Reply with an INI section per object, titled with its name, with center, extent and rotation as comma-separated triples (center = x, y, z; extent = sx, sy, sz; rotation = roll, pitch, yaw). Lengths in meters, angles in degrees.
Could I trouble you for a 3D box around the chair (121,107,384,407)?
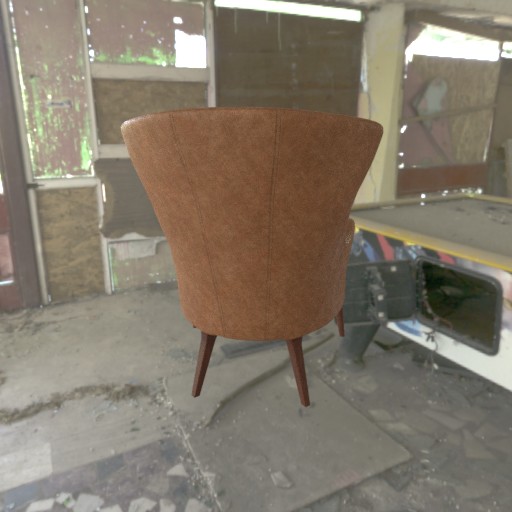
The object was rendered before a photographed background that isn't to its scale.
[chair]
center = 0.000, 0.000, 1.732
extent = 0.846, 1.067, 0.955
rotation = 2, 16, 8
